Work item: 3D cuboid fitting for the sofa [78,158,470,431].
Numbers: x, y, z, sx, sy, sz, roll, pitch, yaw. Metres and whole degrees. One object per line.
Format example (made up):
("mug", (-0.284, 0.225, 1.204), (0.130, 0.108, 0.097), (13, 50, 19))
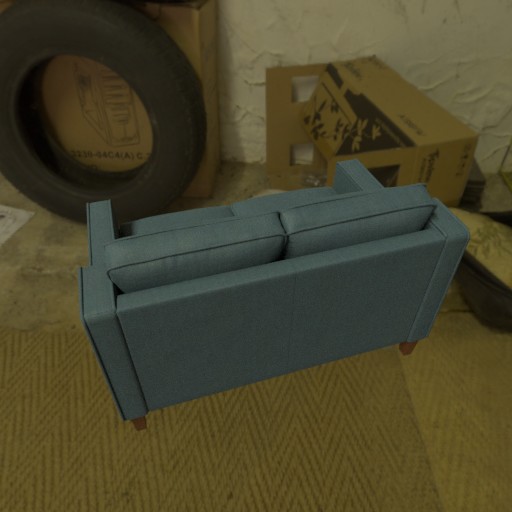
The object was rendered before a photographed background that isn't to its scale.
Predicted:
("sofa", (0.000, 0.000, 2.171), (1.501, 0.971, 0.987), (-12, 43, -13))
